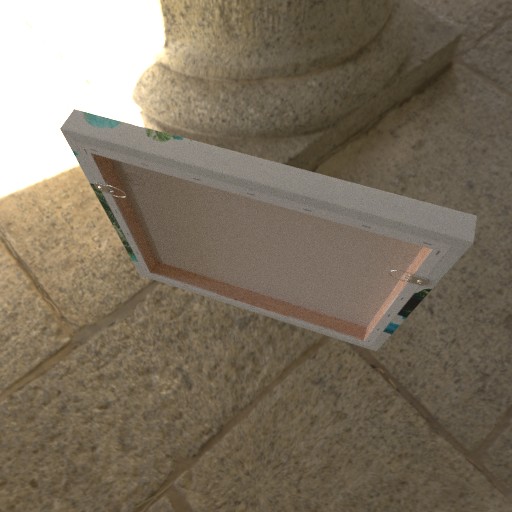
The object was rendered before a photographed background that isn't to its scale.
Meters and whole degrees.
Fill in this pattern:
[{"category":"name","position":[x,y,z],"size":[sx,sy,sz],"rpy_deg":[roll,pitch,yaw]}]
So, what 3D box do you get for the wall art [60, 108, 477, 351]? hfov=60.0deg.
[{"category":"wall art","position":[0.000,0.000,0.715],"size":[0.507,0.435,0.041],"rpy_deg":[17,64,9]}]
